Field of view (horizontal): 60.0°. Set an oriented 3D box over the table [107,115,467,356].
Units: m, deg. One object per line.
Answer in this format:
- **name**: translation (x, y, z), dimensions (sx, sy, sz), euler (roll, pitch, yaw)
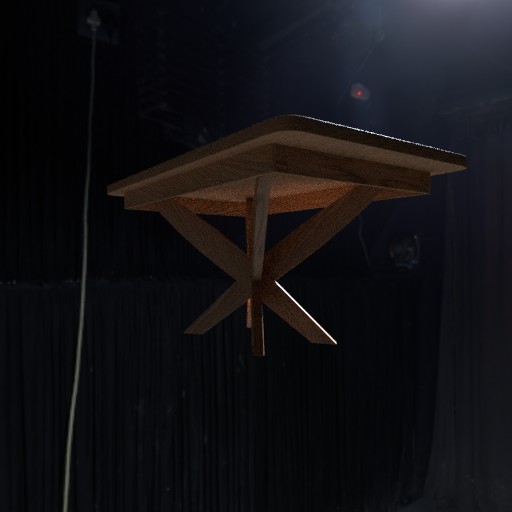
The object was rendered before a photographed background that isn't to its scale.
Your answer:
- **table**: translation (0.000, 0.000, 2.108), dimensions (0.950, 0.770, 1.600), euler (0, 0, -36)
